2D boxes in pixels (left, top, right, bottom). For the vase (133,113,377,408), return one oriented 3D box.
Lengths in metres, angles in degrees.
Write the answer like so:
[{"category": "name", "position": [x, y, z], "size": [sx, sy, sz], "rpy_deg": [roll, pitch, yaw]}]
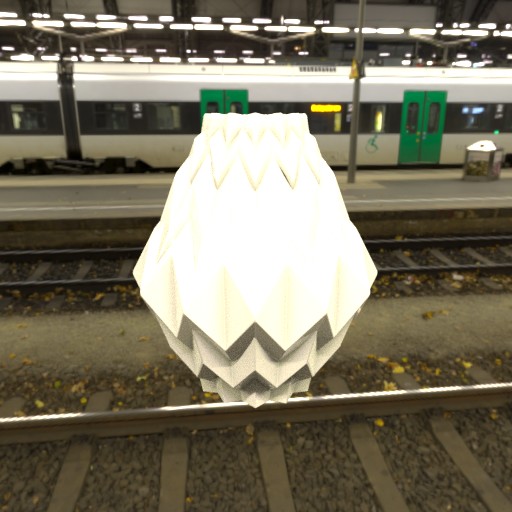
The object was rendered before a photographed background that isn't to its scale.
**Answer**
[{"category": "vase", "position": [0.000, 0.000, 0.303], "size": [0.164, 0.185, 0.164], "rpy_deg": [0, 17, 0]}]
